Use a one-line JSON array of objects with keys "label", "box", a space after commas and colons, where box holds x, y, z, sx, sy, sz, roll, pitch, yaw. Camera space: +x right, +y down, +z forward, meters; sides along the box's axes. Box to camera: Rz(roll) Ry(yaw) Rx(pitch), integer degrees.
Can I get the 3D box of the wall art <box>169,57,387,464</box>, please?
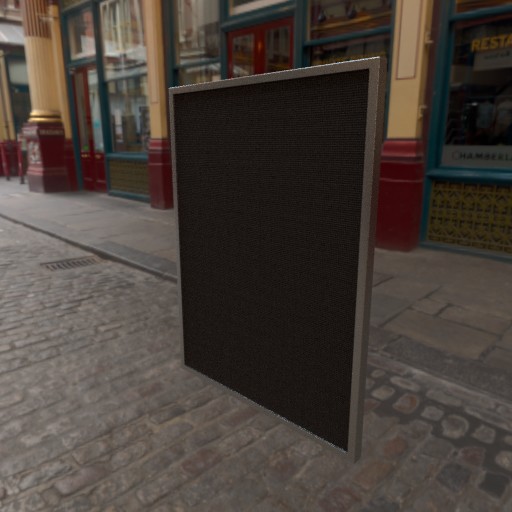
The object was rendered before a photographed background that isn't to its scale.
[{"label": "wall art", "box": [0.000, 0.000, 1.399, 0.801, 1.062, 0.037, 13, 19, 42]}]
